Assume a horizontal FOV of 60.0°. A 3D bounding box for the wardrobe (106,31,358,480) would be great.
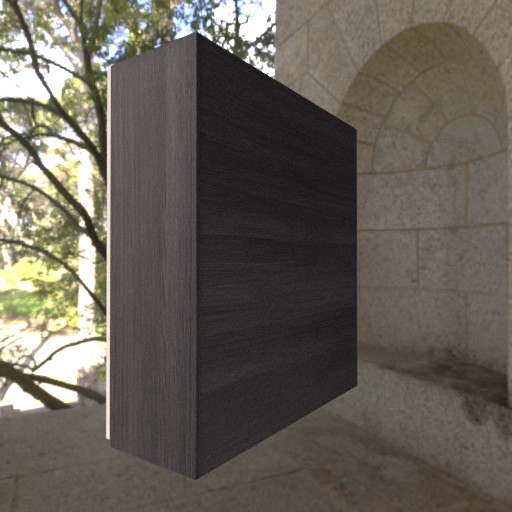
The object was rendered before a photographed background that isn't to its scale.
[{"bbox_3d":[0.000,0.000,2.834,0.629,1.960,1.780,0,-1,35],"label":"wardrobe"}]
